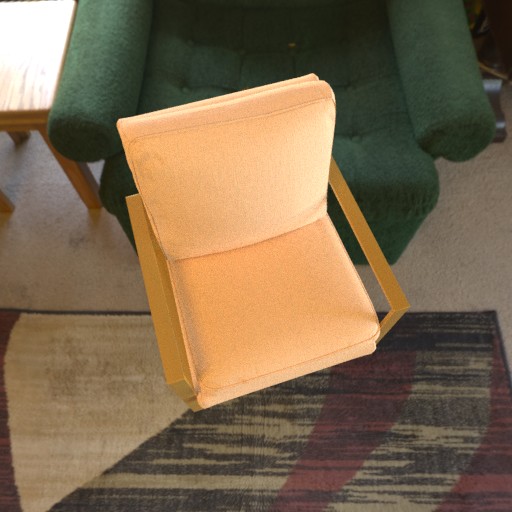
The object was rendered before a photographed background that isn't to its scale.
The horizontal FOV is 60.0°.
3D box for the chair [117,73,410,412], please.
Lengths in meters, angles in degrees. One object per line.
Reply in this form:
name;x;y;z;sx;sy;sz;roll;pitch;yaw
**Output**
chair;0.000;0.000;1.548;0.758;0.956;0.813;-16;65;-8
